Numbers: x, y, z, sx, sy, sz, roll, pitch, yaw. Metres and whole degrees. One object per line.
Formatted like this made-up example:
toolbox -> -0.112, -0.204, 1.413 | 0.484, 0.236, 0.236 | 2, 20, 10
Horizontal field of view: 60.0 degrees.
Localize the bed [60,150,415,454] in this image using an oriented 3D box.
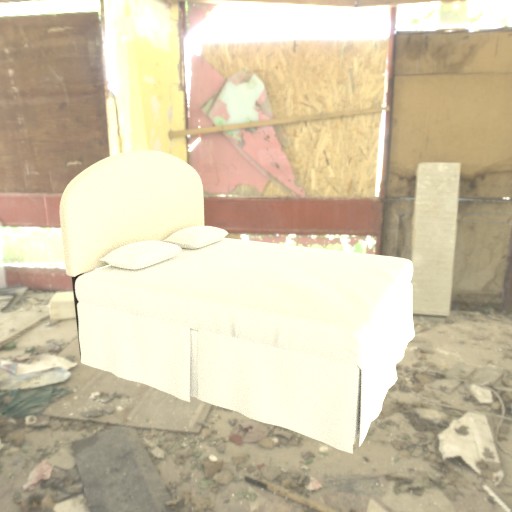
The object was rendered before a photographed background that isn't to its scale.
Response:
bed -> 0.000, 0.000, 3.072 | 2.005, 1.410, 1.607 | 7, 16, 26
